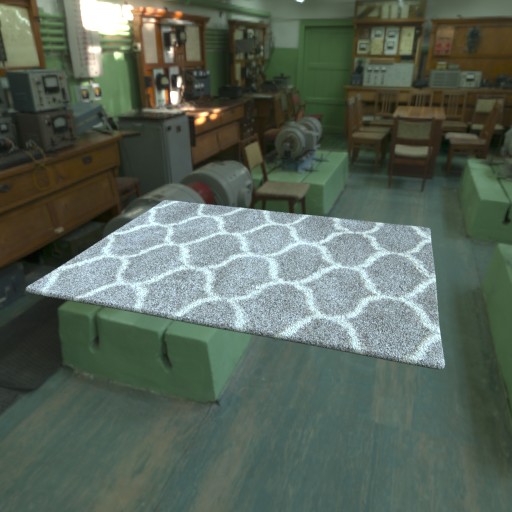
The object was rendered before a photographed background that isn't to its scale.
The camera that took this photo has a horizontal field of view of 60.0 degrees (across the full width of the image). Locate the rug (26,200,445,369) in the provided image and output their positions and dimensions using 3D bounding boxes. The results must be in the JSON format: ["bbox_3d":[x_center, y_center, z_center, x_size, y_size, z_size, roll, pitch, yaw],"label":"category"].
[{"bbox_3d":[0.000,0.000,2.100,1.600,0.025,1.200,8,27,16],"label":"rug"}]
